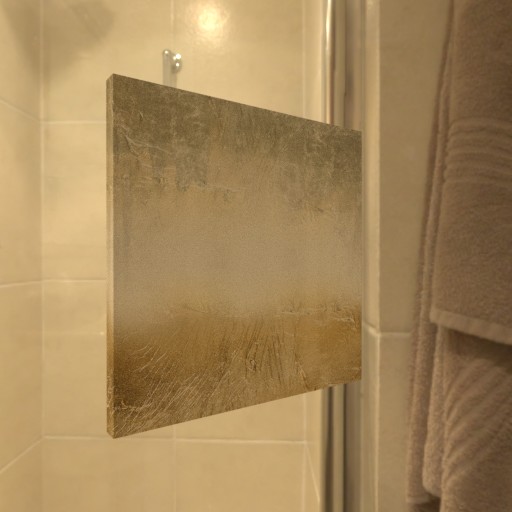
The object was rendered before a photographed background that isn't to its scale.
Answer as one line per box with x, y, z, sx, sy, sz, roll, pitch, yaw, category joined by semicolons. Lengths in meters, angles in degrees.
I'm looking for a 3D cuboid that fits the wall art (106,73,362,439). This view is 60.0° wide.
0.000;0.000;0.930;0.610;0.610;0.038;0;0;-35;wall art
